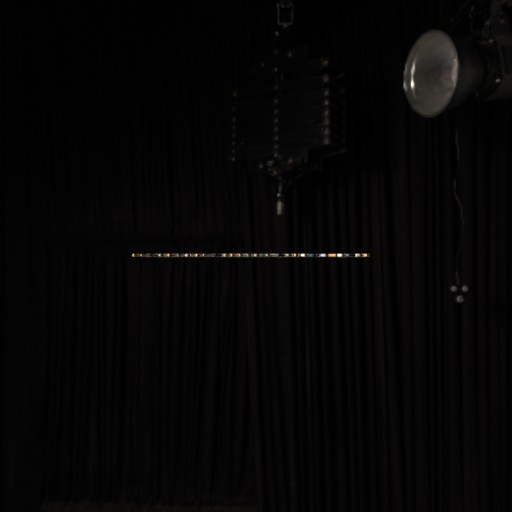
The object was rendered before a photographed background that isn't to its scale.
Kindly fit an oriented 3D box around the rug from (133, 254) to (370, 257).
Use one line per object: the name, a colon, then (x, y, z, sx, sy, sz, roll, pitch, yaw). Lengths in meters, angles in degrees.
rug: (0.000, 0.000, 2.624, 0.783, 0.010, 2.437, 0, 0, 0)
